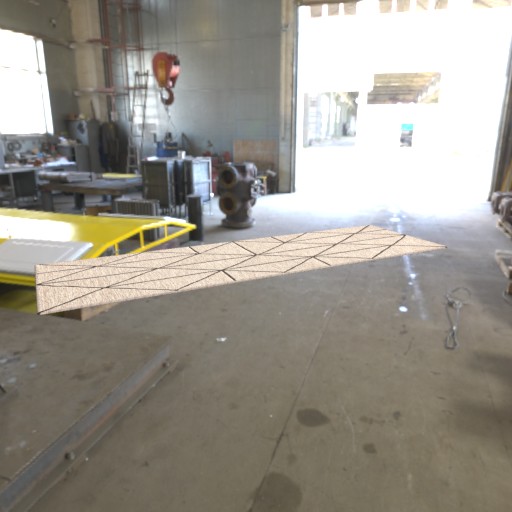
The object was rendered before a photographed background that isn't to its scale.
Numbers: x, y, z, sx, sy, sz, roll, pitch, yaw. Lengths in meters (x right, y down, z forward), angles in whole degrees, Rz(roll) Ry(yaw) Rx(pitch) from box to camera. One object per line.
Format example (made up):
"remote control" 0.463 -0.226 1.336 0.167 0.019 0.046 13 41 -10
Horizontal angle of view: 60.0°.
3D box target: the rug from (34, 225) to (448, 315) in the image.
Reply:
"rug" 0.000 0.000 2.717 2.438 0.012 0.762 -8 18 -25
